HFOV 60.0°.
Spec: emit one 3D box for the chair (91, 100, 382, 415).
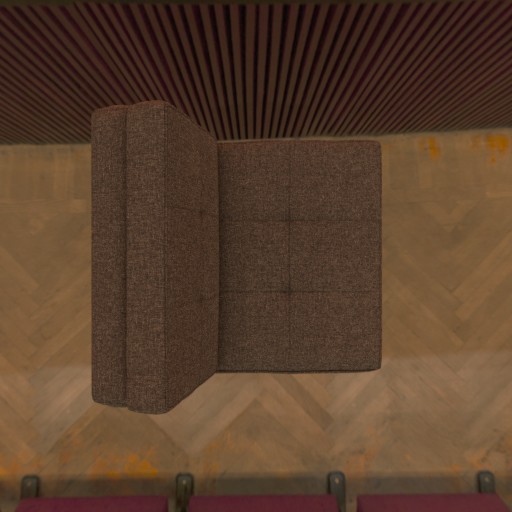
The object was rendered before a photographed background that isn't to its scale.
[{"bbox_3d":[0.000,0.000,1.303,0.800,0.615,0.740,0,90,0],"label":"chair"}]
